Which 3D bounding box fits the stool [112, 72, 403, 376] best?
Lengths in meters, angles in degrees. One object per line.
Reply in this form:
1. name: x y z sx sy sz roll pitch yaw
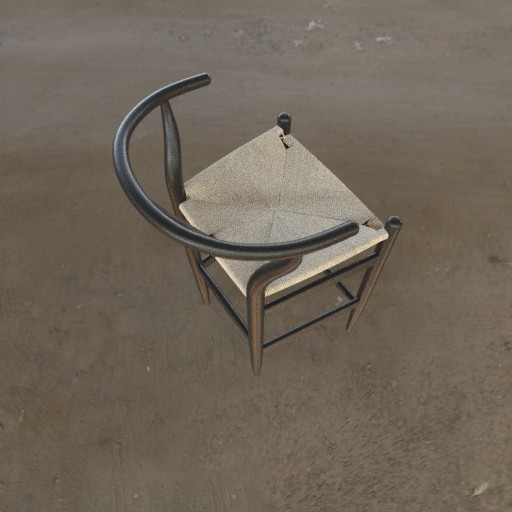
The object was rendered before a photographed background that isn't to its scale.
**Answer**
1. stool: 0.000 0.000 1.316 0.579 0.970 0.569 -30 63 -17
